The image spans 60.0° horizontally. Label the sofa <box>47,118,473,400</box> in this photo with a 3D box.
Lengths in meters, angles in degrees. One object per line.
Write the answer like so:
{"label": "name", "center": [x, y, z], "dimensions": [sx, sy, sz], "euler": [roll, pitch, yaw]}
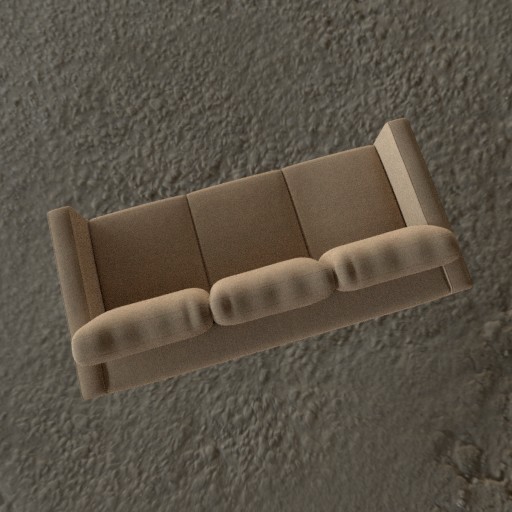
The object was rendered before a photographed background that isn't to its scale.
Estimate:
{"label": "sofa", "center": [0.000, 0.000, 2.281], "dimensions": [1.855, 0.800, 0.930], "euler": [-16, 78, -4]}
